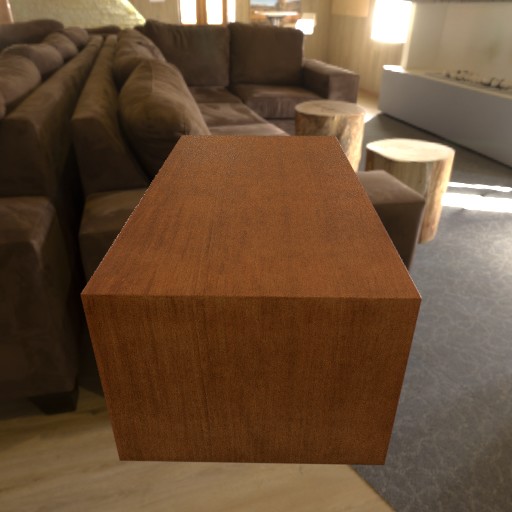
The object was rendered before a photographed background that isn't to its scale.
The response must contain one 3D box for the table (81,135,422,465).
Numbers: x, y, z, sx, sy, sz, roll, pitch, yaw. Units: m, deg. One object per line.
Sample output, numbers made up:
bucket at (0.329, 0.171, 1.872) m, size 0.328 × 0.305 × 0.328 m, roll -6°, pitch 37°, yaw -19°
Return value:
table at (0.000, 0.000, 1.248) m, size 0.549 × 0.419 × 1.000 m, roll 1°, pitch 30°, yaw 1°
